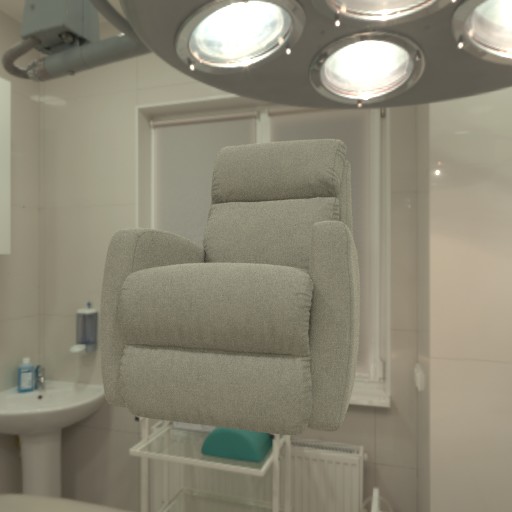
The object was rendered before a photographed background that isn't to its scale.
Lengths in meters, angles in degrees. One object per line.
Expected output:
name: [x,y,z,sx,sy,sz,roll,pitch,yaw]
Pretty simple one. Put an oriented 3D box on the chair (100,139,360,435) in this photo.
chair: [0.000,0.000,1.672,0.794,1.021,0.940,0,0,17]
